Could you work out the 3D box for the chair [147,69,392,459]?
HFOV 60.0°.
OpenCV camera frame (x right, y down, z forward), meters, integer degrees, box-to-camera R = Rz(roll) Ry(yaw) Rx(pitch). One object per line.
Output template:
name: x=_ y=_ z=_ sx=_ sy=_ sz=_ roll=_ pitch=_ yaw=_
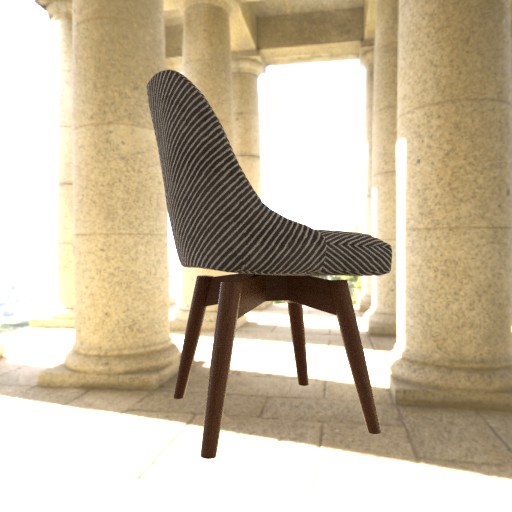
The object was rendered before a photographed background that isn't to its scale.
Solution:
chair: x=0.000 y=0.000 z=1.235 sx=0.591 sy=0.883 sz=0.504 roll=0 pitch=0 yaw=-19
